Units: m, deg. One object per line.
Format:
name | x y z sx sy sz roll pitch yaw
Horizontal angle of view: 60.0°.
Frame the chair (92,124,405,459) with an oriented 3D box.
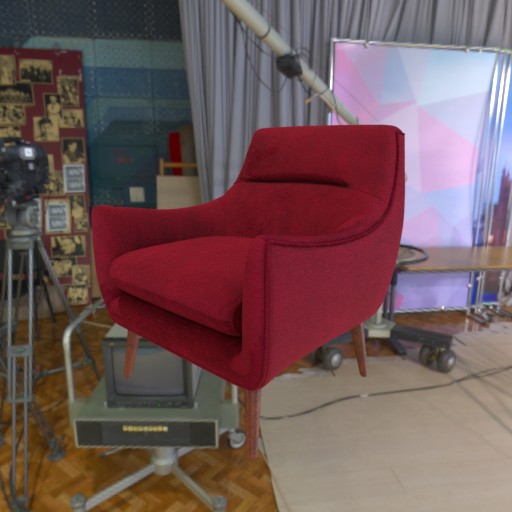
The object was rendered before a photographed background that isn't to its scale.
chair | 0.000 0.000 1.454 0.762 0.838 0.787 13 19 41
